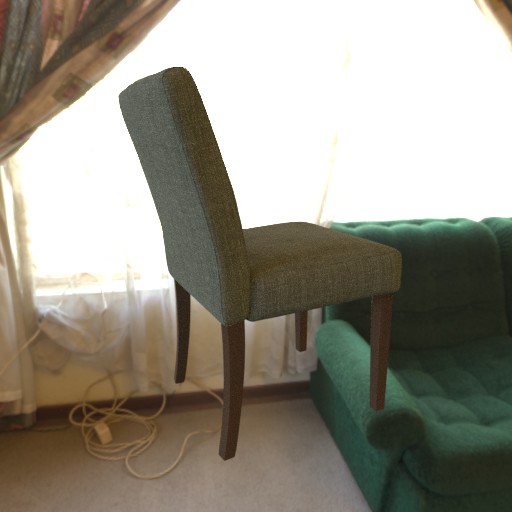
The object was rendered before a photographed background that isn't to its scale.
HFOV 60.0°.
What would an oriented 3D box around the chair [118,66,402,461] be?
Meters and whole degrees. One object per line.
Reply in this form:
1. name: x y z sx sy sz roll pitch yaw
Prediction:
1. chair: 0.000 0.000 1.216 0.629 0.884 0.487 -7 17 -26
